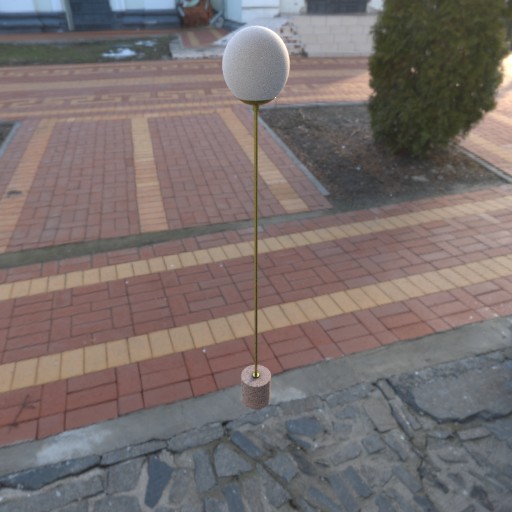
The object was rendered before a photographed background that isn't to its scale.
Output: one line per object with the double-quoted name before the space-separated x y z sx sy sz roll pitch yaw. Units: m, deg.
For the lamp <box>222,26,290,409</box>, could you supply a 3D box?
"lamp" 0.000 0.000 1.894 0.229 1.748 0.229 -1 31 -2
